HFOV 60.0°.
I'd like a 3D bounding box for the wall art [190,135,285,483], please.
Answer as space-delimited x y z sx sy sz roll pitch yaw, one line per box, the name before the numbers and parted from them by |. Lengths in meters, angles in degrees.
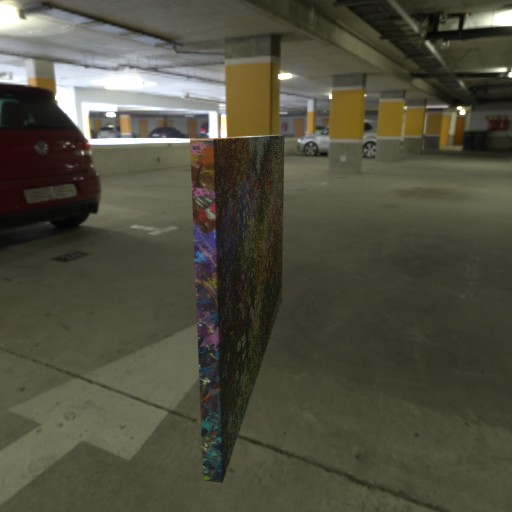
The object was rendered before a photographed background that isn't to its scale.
wall art | 0.000 0.000 1.158 0.037 0.604 0.908 3 16 10
